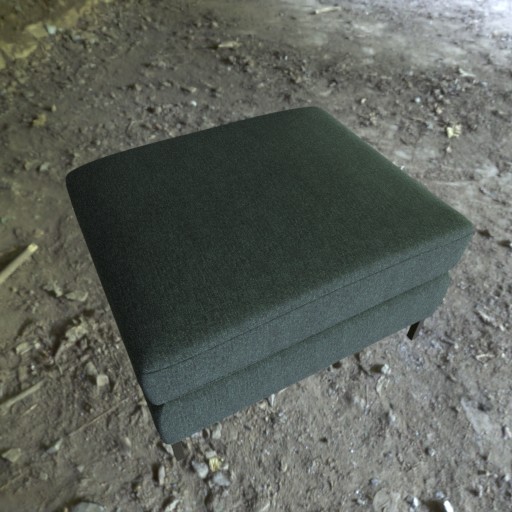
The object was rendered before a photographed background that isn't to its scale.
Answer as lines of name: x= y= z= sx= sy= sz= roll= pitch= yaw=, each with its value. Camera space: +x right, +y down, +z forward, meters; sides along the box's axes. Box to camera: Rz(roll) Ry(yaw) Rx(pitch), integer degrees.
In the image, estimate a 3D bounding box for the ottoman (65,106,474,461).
ottoman: x=0.000 y=0.000 z=1.262 sx=0.831 sy=0.533 sz=0.695 roll=-21 pitch=49 yaw=-19
